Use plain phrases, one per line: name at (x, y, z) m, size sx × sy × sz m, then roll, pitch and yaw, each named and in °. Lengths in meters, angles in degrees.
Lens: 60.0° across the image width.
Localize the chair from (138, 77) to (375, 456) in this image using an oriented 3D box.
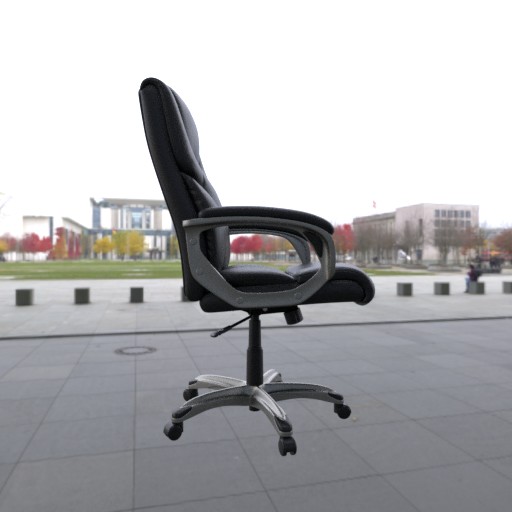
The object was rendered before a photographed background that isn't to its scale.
chair at (0.000, 0.000, 1.587) m, size 0.739 × 1.155 × 0.663 m, roll 0°, pitch 0°, yaw 0°
